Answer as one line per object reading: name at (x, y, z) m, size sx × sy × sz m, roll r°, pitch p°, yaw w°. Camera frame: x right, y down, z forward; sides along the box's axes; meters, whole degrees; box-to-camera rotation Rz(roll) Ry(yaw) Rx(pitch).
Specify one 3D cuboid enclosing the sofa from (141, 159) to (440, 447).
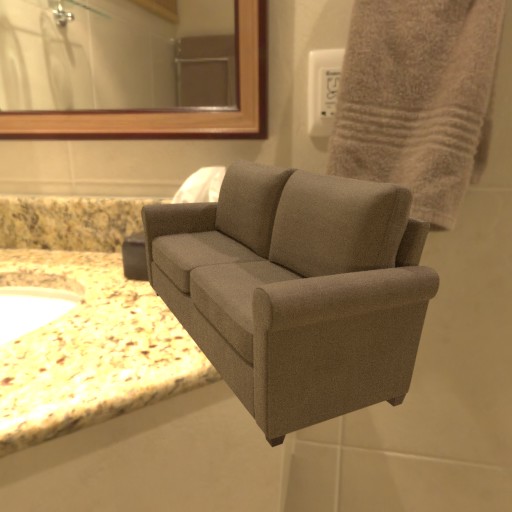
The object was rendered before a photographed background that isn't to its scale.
sofa at (0.000, 0.000, 2.463) m, size 0.842 × 0.942 × 1.935 m, roll -8°, pitch 18°, yaw -25°
